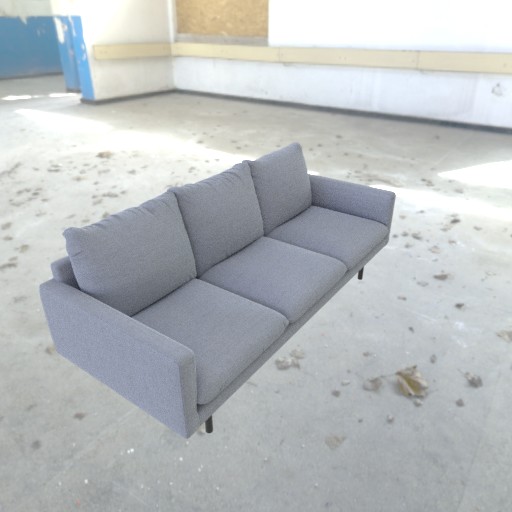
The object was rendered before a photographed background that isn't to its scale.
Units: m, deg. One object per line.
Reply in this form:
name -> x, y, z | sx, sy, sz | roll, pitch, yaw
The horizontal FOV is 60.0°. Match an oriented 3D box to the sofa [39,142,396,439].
sofa -> 0.000, 0.000, 2.439 | 0.850, 0.830, 2.000 | 19, 34, 31
